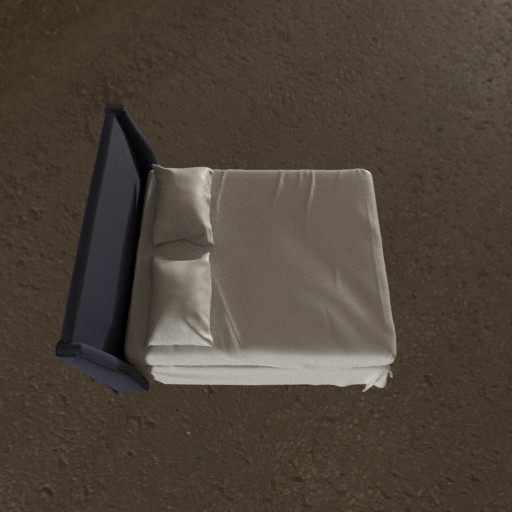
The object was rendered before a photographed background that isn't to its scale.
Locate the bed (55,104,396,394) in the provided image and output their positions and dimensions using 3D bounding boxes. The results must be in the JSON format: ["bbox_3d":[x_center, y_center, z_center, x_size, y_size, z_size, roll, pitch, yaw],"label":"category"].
[{"bbox_3d":[0.000,0.000,3.470,2.276,1.332,1.925,0,64,0],"label":"bed"}]
